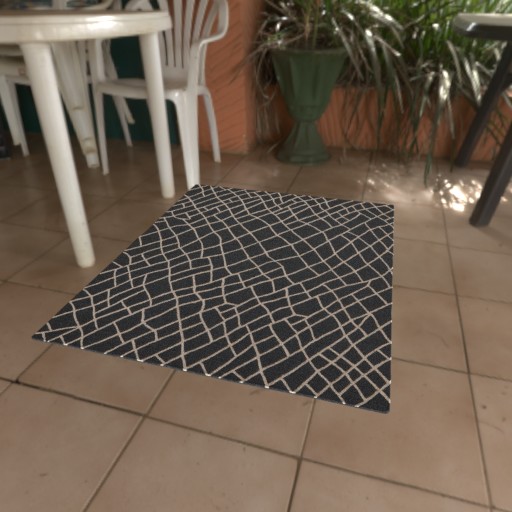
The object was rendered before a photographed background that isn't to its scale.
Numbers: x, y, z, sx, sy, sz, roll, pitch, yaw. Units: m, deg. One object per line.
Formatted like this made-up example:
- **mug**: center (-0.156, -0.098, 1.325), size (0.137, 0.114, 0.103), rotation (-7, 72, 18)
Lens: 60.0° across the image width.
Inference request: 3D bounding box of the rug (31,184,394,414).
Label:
- **rug**: center (0.000, 0.000, 4.082), size (2.439, 0.022, 3.047), rotation (8, 31, 13)
